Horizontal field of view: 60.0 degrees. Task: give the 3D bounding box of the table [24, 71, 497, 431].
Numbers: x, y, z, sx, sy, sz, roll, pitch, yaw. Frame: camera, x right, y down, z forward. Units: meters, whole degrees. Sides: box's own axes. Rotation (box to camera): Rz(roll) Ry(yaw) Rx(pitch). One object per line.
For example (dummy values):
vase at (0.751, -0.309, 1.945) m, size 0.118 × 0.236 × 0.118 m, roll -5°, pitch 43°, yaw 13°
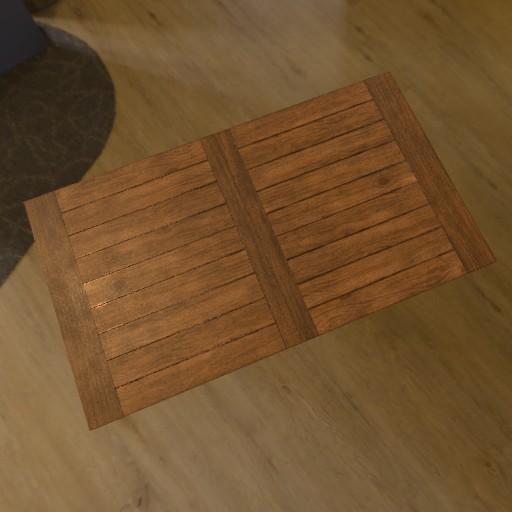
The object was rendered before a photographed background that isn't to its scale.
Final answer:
table at (0.000, 0.000, 2.118) m, size 1.641 × 0.757 × 0.931 m, roll -21°, pitch 76°, yaw -6°
